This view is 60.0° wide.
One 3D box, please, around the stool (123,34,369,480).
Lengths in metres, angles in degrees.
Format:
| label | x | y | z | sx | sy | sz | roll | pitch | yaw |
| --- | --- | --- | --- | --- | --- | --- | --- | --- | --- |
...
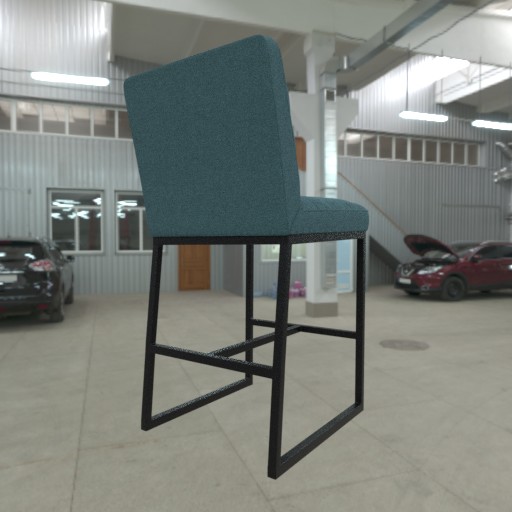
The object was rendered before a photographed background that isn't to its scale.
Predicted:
| label | x | y | z | sx | sy | sz | roll | pitch | yaw |
| --- | --- | --- | --- | --- | --- | --- | --- | --- | --- |
| stool | 0.000 | 0.000 | 1.249 | 0.460 | 0.940 | 0.560 | 1 | 2 | 36 |
